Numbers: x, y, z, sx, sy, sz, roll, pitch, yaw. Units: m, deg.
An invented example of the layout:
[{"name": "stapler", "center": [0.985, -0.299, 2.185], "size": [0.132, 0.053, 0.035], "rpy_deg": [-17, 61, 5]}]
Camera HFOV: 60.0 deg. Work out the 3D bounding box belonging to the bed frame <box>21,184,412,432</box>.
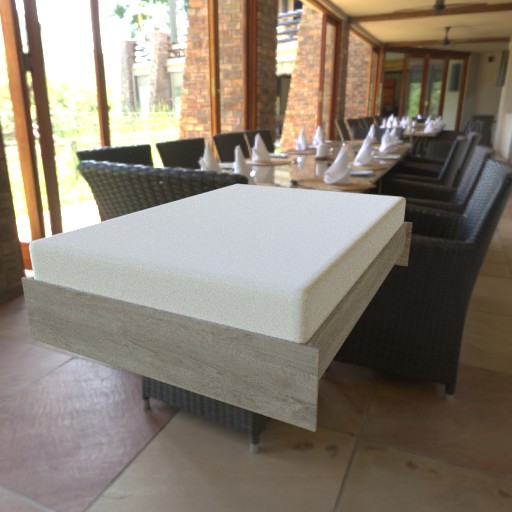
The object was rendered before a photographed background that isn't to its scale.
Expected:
[{"name": "bed frame", "center": [0.000, 0.000, 2.583], "size": [1.445, 0.497, 1.945], "rpy_deg": [9, 20, 26]}]
